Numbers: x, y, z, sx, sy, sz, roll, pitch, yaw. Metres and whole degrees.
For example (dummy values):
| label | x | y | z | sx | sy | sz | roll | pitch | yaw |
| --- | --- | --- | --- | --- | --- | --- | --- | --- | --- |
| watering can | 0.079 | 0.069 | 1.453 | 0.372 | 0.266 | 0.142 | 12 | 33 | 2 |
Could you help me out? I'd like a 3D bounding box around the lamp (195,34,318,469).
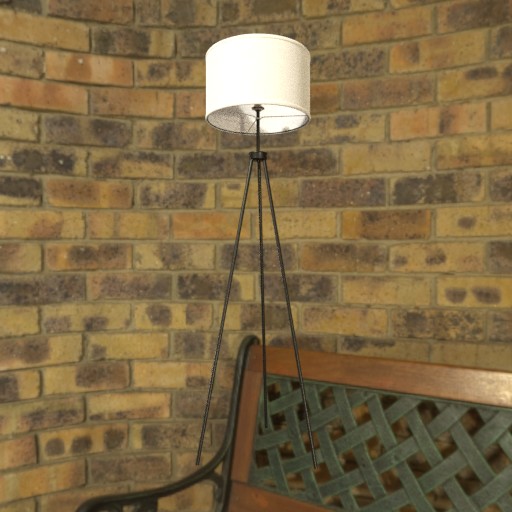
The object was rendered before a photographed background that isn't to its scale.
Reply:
| label | x | y | z | sx | sy | sz | roll | pitch | yaw |
| --- | --- | --- | --- | --- | --- | --- | --- | --- | --- |
| lamp | 0.000 | 0.000 | 1.767 | 0.448 | 1.545 | 0.458 | 0 | 0 | 0 |
